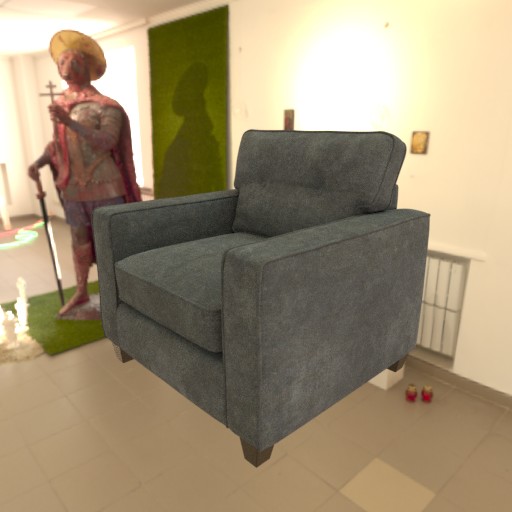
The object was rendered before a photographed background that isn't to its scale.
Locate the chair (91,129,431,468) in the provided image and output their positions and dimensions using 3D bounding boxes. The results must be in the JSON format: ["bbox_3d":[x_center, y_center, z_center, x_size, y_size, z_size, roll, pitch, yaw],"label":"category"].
[{"bbox_3d":[0.000,0.000,1.775,0.939,0.965,1.015,-15,22,-41],"label":"chair"}]
